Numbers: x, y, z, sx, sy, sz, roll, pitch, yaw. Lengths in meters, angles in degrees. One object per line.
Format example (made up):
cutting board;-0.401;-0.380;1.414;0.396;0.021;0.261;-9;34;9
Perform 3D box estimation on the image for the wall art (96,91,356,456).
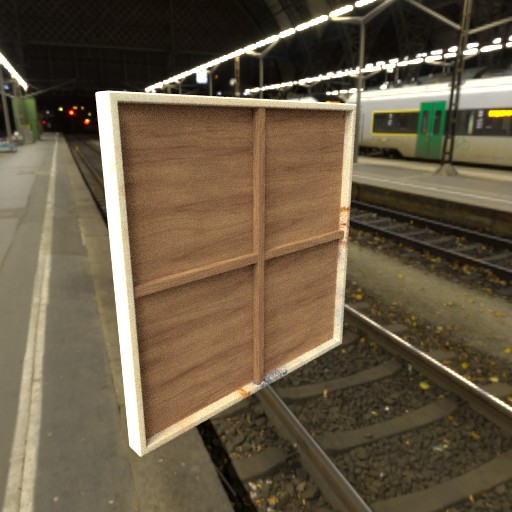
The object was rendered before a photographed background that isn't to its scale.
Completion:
wall art;0.000;0.000;1.594;1.061;1.061;0.071;-16;23;-42
